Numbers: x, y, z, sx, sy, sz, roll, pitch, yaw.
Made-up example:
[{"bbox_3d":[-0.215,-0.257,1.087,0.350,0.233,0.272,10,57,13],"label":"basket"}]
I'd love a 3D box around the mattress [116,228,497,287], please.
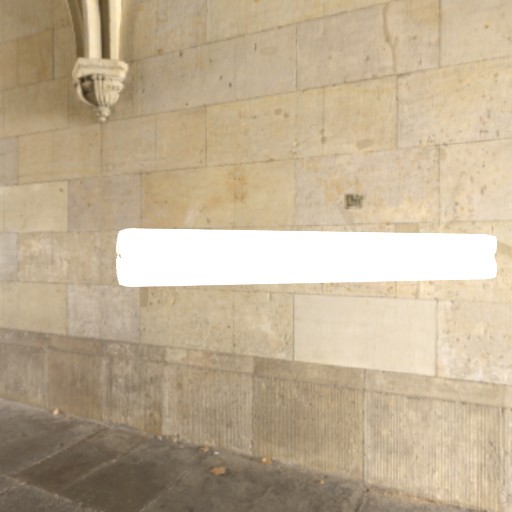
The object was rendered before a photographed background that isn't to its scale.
[{"bbox_3d":[0.000,0.000,2.664,1.600,0.200,2.000,0,0,-18],"label":"mattress"}]
